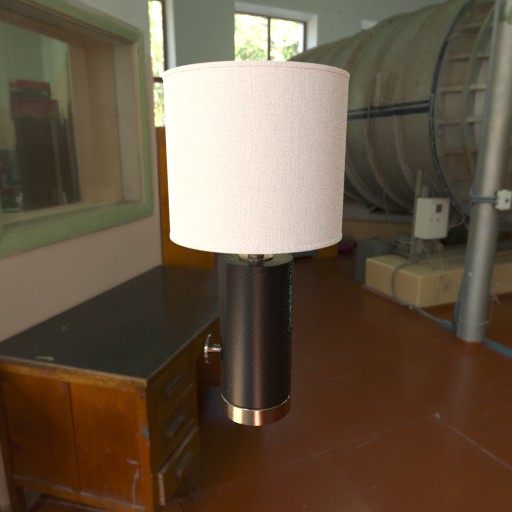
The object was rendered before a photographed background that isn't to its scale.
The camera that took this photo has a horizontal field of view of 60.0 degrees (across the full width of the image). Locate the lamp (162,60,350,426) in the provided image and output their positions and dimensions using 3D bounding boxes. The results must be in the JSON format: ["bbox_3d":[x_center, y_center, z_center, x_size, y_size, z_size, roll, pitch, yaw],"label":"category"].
[{"bbox_3d":[0.000,0.000,0.639,0.240,0.482,0.241,2,14,9],"label":"lamp"}]
